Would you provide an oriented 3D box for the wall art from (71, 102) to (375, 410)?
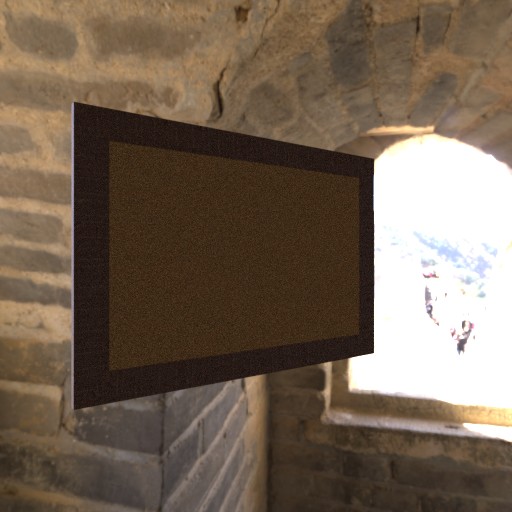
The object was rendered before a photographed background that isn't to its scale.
[{"bbox_3d":[0.000,0.000,1.170,0.917,0.626,0.019,0,0,-35],"label":"wall art"}]
